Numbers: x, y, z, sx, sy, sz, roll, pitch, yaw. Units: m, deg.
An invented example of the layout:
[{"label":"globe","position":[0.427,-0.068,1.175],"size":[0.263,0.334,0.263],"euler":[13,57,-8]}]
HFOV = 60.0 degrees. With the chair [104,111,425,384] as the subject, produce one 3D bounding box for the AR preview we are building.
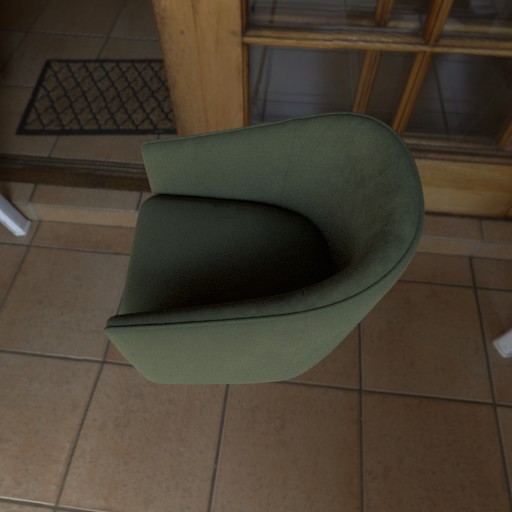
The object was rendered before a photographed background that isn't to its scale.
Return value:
[{"label":"chair","position":[0.000,0.000,1.494],"size":[0.875,0.799,0.747],"euler":[0,58,0]}]
